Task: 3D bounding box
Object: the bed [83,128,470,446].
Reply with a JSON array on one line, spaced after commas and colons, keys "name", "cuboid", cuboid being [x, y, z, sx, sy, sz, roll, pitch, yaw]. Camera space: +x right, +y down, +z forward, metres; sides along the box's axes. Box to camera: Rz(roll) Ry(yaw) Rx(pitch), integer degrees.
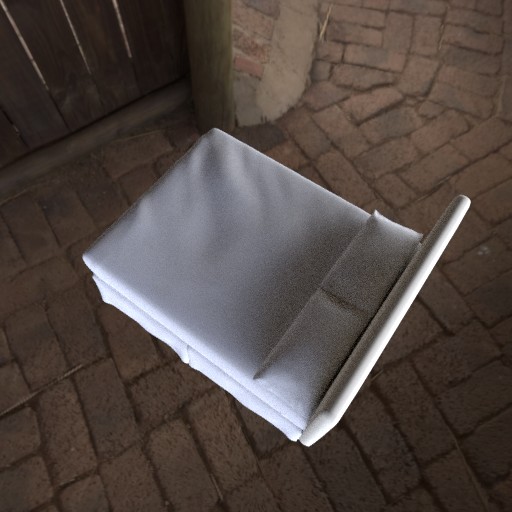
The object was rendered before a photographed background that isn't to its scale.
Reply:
[{"name": "bed", "cuboid": [0.000, 0.000, 3.298, 2.147, 1.330, 1.714, 33, 67, 16]}]
